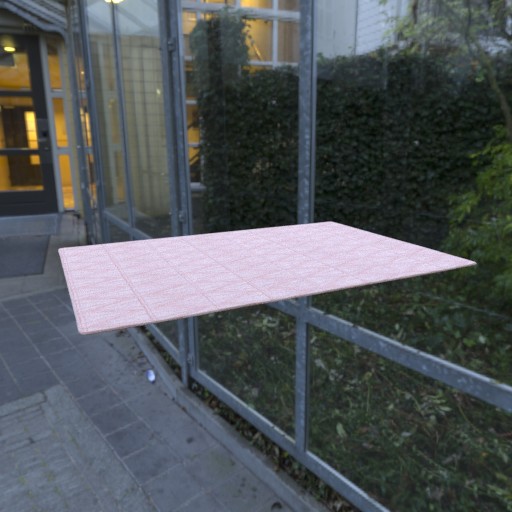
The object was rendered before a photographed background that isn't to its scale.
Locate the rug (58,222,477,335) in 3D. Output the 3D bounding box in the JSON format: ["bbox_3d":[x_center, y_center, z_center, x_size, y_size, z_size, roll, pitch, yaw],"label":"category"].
[{"bbox_3d":[0.000,0.000,3.006,2.390,0.015,1.609,-7,17,-25],"label":"rug"}]
